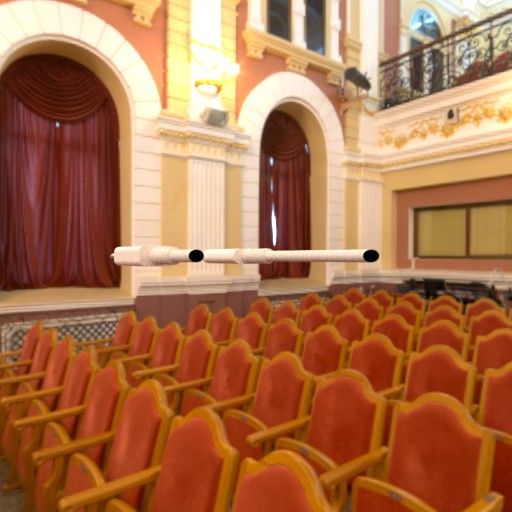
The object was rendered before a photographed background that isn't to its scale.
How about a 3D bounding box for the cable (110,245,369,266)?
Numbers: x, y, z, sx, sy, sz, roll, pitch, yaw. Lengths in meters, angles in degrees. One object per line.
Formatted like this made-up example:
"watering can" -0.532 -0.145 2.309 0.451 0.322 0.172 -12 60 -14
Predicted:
"cable" 0.000 0.000 0.109 0.040 0.006 0.098 0 0 -37
